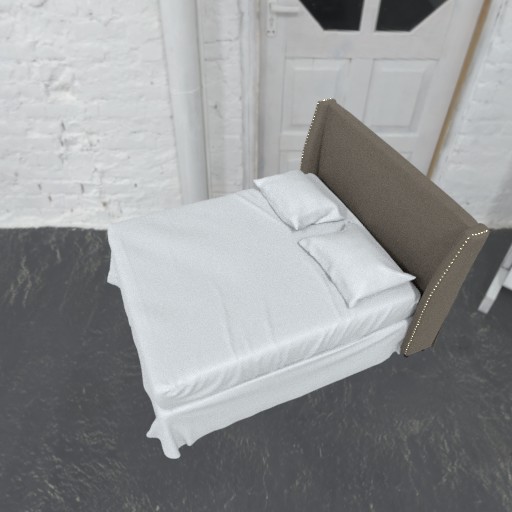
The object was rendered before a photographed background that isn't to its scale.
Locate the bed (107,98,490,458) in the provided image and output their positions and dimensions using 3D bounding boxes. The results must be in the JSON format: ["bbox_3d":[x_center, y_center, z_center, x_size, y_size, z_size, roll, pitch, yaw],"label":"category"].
[{"bbox_3d":[0.000,0.000,3.406,2.276,1.332,1.925,-17,48,-16],"label":"bed"}]
